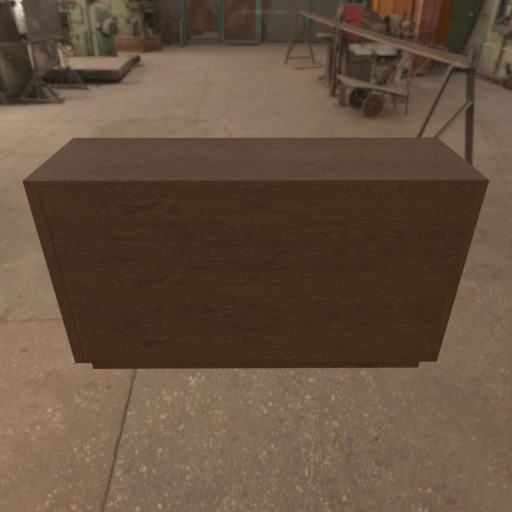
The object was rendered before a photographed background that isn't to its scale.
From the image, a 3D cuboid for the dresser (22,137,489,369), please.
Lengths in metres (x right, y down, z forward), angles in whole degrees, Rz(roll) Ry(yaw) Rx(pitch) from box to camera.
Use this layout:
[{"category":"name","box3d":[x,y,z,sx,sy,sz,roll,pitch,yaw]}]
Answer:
[{"category":"dresser","box3d":[0.000,0.000,1.893,1.523,0.889,0.512,0,31,0]}]
